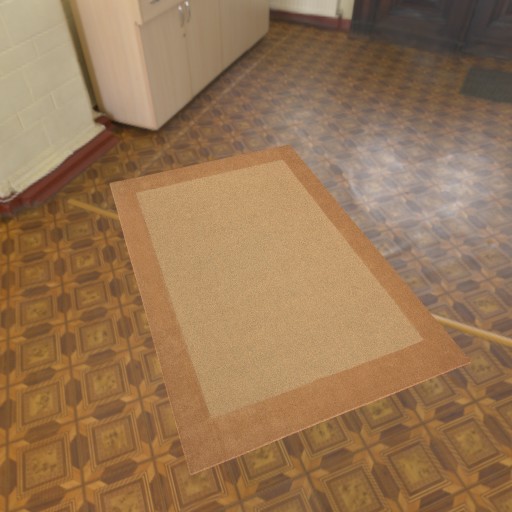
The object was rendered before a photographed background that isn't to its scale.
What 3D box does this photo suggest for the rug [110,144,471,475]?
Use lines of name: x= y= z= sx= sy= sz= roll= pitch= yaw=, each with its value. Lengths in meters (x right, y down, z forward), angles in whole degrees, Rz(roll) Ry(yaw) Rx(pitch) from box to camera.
rug: x=0.000 y=0.000 z=2.299 sx=1.219 sy=0.014 sz=1.829 roll=-16 pitch=48 yaw=-15
